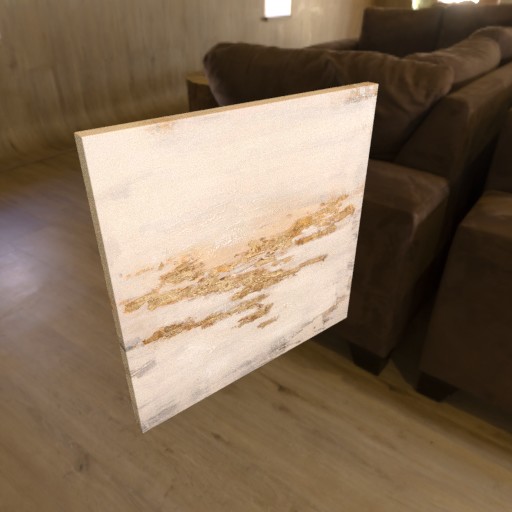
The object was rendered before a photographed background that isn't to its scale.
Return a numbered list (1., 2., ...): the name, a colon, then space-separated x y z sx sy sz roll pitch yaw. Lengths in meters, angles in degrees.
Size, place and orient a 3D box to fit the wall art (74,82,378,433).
1. wall art: 0.000 0.000 1.132 0.753 0.755 0.038 -22 38 -31
